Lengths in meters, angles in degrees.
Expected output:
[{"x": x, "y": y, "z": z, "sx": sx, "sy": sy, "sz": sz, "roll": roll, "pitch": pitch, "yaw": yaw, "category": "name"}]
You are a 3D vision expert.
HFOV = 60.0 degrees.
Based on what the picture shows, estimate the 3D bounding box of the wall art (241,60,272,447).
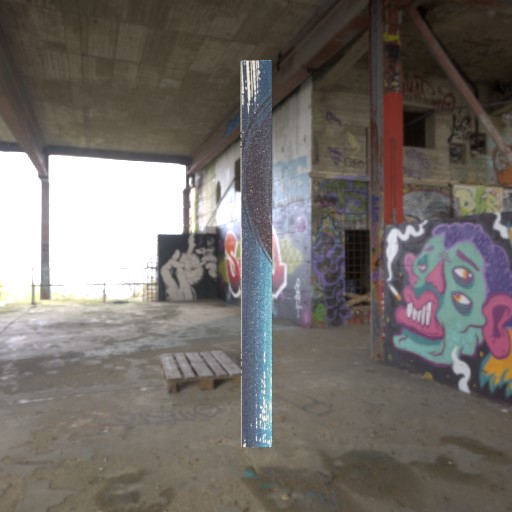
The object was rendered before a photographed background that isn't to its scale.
[{"x": 0.000, "y": 0.000, "z": 0.769, "sx": 0.033, "sy": 0.406, "sz": 0.609, "roll": 0, "pitch": -1, "yaw": 0, "category": "wall art"}]
